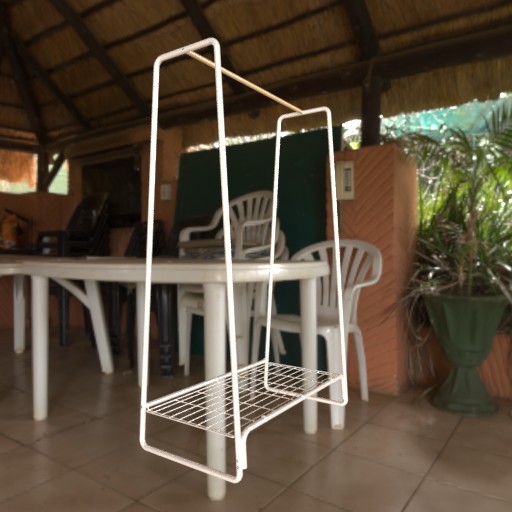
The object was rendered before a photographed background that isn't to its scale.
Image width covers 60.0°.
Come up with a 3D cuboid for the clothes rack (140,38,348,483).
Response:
[{"bbox_3d":[0.000,0.000,1.950,0.495,1.500,0.900,1,1,34],"label":"clothes rack"}]
